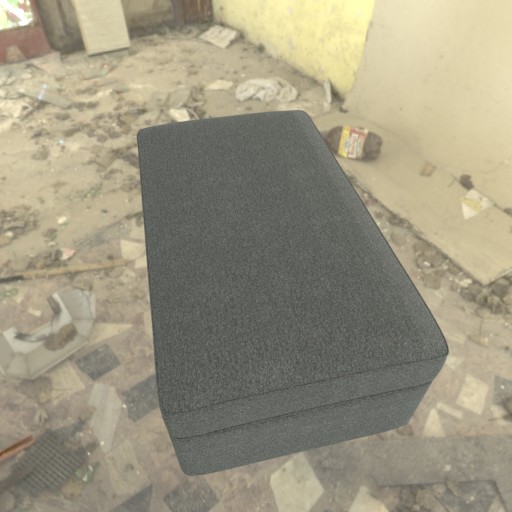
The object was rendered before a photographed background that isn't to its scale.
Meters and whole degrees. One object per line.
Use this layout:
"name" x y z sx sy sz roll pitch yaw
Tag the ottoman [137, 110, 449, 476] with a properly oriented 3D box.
"ottoman" 0.000 0.000 1.489 0.681 0.494 1.173 -9 47 -9
